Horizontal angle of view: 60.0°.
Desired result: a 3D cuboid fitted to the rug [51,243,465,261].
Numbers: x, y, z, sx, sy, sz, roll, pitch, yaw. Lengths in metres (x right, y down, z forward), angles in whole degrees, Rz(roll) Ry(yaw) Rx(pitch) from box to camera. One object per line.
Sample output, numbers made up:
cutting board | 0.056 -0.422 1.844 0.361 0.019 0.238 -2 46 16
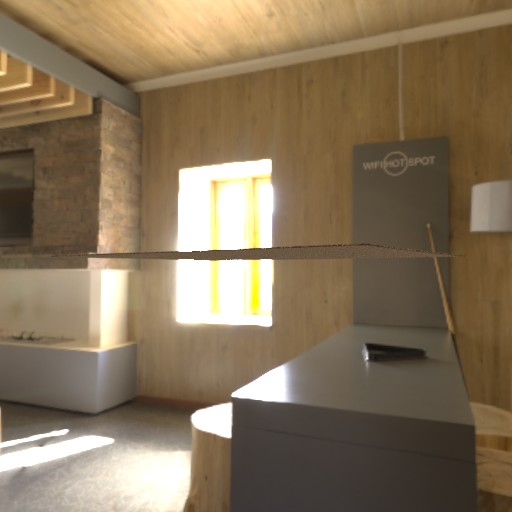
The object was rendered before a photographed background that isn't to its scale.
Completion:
rug | 0.000 0.000 5.383 4.093 0.020 2.997 -1 -2 37
